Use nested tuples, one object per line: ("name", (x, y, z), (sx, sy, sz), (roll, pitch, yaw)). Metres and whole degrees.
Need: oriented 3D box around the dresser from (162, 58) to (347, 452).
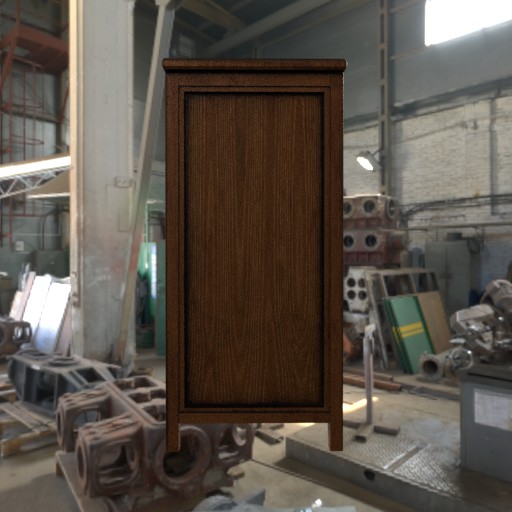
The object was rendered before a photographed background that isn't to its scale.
("dresser", (0.000, 0.000, 1.990), (0.591, 1.224, 1.250), (0, 0, -1))
